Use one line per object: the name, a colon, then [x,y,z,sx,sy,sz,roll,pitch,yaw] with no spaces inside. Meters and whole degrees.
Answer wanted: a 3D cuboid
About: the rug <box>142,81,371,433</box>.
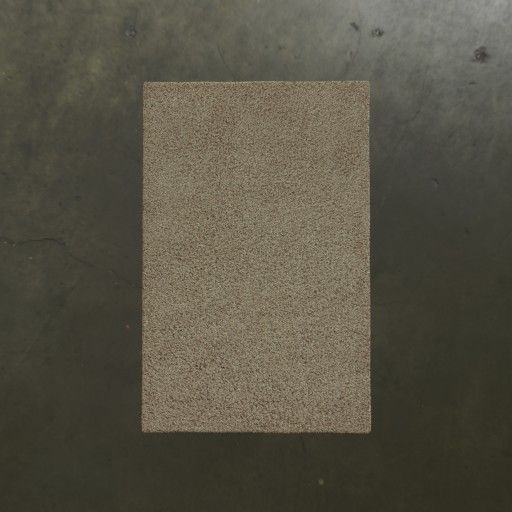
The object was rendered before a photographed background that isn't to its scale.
rug: [0.000,0.000,3.464,1.778,0.030,2.743,0,89,1]
